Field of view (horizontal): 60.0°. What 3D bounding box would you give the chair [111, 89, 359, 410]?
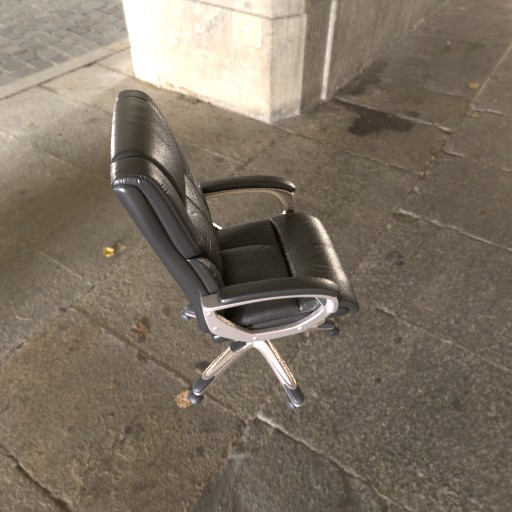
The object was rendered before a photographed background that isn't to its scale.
[{"bbox_3d":[0.000,0.000,1.611,0.780,1.145,0.700,-8,46,-8],"label":"chair"}]
